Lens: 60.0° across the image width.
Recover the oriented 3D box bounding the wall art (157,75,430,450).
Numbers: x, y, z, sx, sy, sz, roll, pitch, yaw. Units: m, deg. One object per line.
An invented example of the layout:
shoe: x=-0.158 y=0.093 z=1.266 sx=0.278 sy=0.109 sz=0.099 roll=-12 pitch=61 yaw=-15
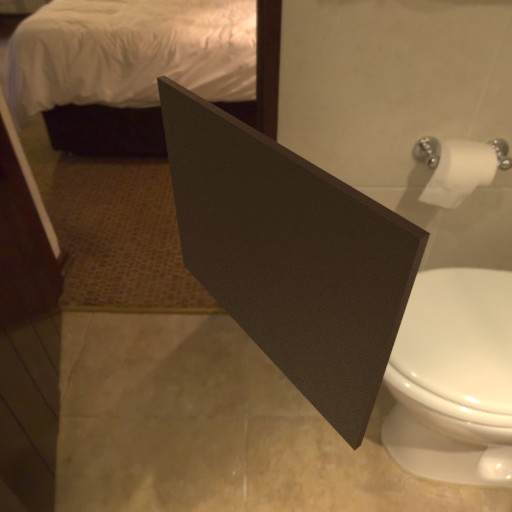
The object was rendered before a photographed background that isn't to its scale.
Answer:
wall art: x=0.000 y=0.000 z=1.617 sx=0.034 sy=0.952 sz=1.207 roll=-26 pitch=47 yaw=-27
